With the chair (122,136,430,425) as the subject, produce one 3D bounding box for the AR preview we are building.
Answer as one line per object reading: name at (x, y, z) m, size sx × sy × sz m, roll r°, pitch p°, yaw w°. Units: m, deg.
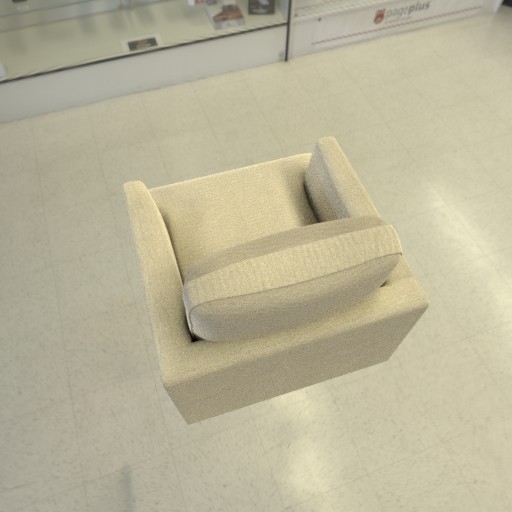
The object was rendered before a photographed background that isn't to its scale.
chair at (0.000, 0.000, 1.656) m, size 0.858 × 0.957 × 0.899 m, roll -15°, pitch 59°, yaw -9°
